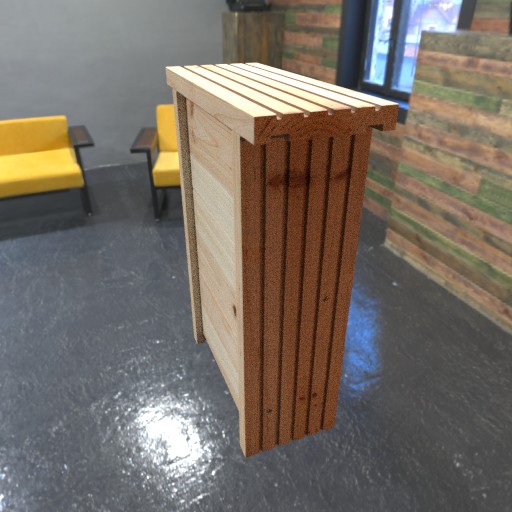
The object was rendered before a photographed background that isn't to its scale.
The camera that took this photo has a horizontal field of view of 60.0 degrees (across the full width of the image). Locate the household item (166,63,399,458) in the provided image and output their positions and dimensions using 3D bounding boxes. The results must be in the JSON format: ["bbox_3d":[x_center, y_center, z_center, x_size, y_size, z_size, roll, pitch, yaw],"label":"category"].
[{"bbox_3d":[0.000,0.000,0.549,0.123,0.407,0.301,-11,31,-19],"label":"household item"}]
